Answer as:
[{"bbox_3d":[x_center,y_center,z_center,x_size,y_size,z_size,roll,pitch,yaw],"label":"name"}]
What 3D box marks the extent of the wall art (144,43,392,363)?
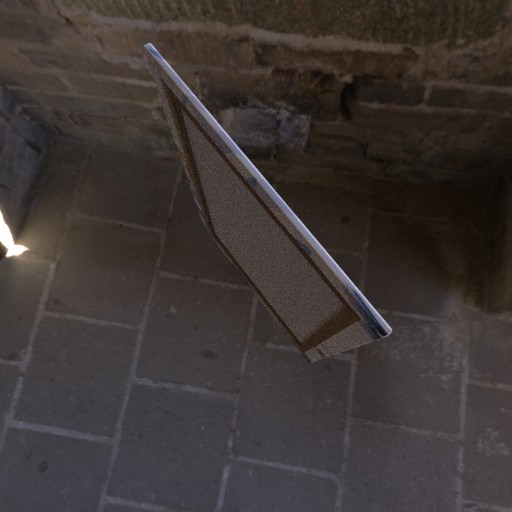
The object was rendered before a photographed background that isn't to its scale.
[{"bbox_3d":[0.000,0.000,1.119,0.016,0.914,0.610,-36,77,-10],"label":"wall art"}]
